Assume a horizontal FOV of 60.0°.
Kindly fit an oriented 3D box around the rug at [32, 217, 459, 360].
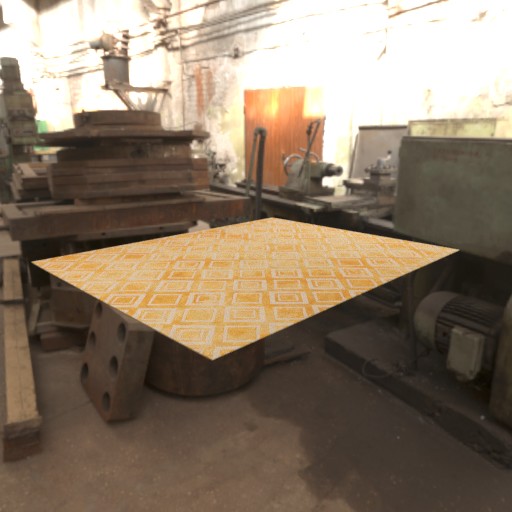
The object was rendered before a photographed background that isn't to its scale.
[{"bbox_3d":[0.000,0.000,4.003,3.037,0.011,2.433,-15,21,-43],"label":"rug"}]
